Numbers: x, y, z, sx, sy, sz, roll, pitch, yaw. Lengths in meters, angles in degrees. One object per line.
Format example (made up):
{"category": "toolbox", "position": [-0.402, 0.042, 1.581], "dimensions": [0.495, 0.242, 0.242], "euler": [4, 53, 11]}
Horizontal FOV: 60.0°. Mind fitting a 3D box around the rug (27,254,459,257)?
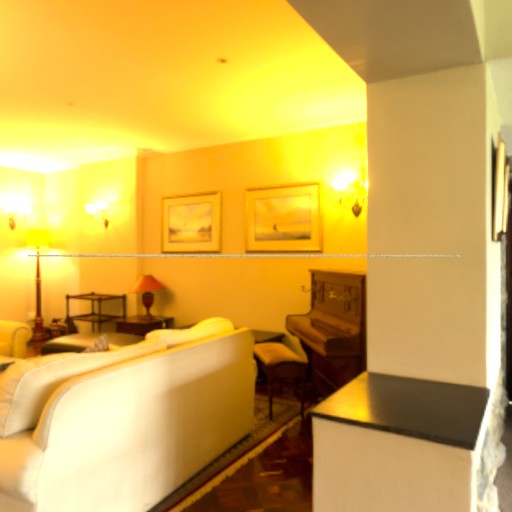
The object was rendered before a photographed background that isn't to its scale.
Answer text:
{"category": "rug", "position": [0.000, 0.000, 2.769], "dimensions": [2.452, 0.012, 0.775], "euler": [0, 0, -18]}
